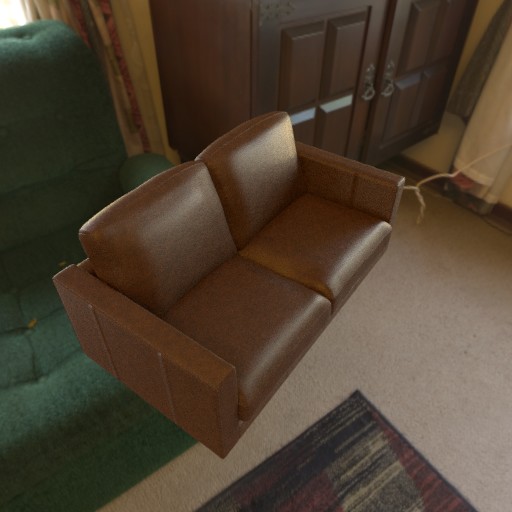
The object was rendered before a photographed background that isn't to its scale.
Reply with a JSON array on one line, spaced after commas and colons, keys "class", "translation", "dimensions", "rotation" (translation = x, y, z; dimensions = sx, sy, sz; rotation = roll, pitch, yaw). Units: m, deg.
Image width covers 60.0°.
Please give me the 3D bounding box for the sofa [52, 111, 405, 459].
[{"class": "sofa", "translation": [0.000, 0.000, 2.210], "dimensions": [0.909, 0.951, 1.578], "rotation": [26, 48, 26]}]
